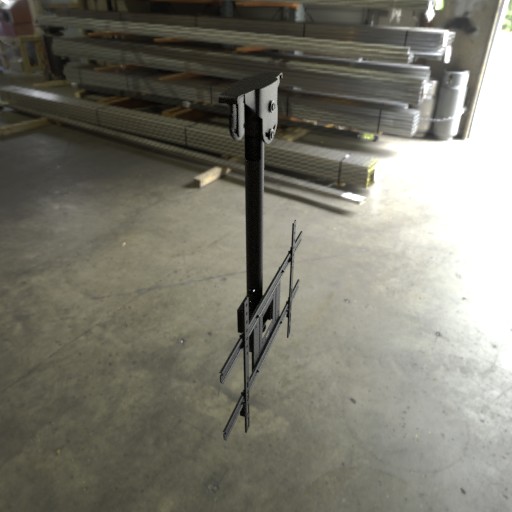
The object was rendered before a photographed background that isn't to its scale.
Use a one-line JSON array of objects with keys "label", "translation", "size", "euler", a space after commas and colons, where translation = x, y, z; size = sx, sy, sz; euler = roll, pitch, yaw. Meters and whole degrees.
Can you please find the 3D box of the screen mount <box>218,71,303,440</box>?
[{"label": "screen mount", "translation": [0.000, 0.000, 1.046], "size": [0.090, 0.775, 0.595], "euler": [11, 33, 17]}]
